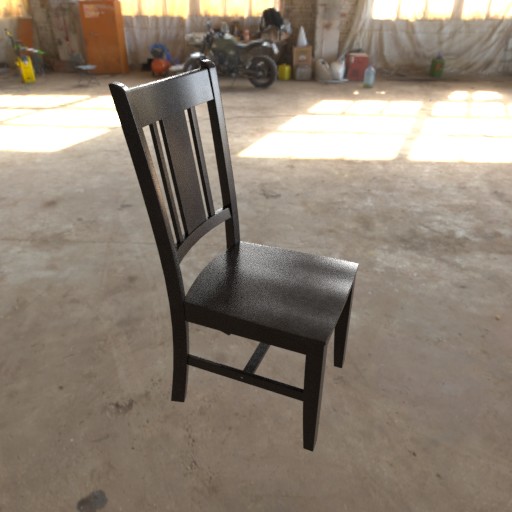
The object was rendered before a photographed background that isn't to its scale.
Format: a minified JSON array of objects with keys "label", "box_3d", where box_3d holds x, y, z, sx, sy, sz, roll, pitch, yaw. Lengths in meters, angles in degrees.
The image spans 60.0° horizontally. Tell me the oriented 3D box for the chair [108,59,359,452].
[{"label":"chair","box_3d":[0.000,0.000,1.308,0.555,0.998,0.450,12,33,19]}]
